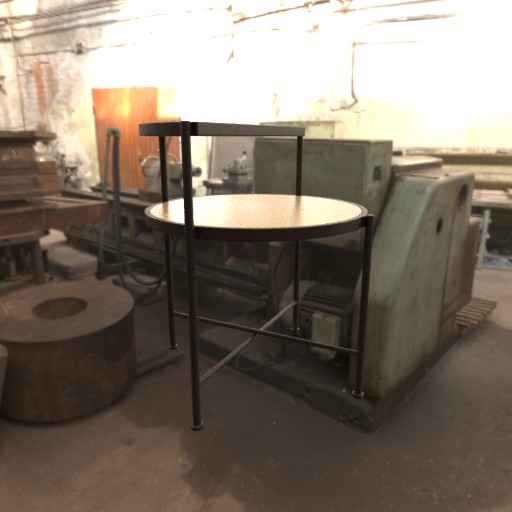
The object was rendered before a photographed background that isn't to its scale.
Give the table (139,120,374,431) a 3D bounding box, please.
[{"bbox_3d":[0.000,0.000,1.203,0.628,0.684,0.629,8,17,26],"label":"table"}]
